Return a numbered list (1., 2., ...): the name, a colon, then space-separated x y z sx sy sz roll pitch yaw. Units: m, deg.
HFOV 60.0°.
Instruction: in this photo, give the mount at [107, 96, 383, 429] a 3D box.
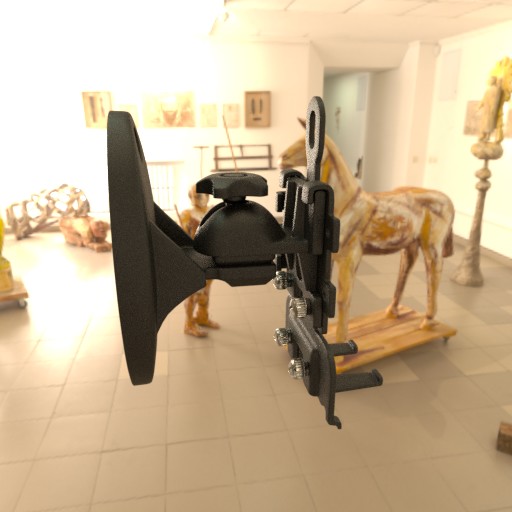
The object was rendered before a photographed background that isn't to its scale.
1. mount: 0.000 0.000 0.173 0.100 0.118 0.066 -3 18 -10
